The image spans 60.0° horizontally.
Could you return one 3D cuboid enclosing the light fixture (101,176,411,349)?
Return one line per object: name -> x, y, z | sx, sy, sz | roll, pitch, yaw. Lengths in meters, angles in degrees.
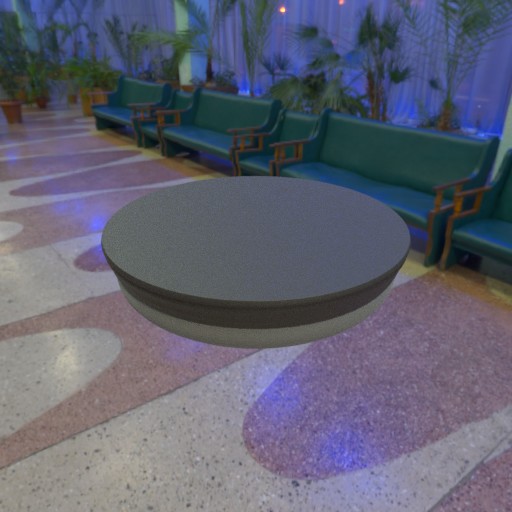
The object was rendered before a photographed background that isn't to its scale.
light fixture -> 0.000, 0.000, 0.572 | 0.368, 0.100, 0.368 | 0, 27, 0
